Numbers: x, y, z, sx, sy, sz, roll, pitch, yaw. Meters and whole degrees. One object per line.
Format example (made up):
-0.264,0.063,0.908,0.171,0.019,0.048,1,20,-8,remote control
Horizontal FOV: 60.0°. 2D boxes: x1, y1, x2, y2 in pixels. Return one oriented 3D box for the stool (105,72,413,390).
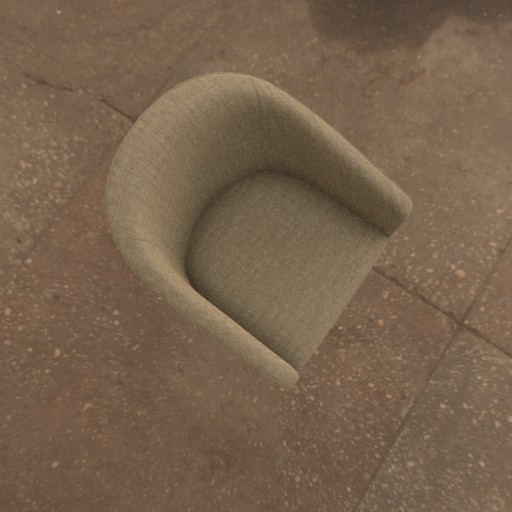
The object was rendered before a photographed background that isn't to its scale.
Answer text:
0.000,0.000,1.412,0.607,1.078,0.559,35,79,8,stool
